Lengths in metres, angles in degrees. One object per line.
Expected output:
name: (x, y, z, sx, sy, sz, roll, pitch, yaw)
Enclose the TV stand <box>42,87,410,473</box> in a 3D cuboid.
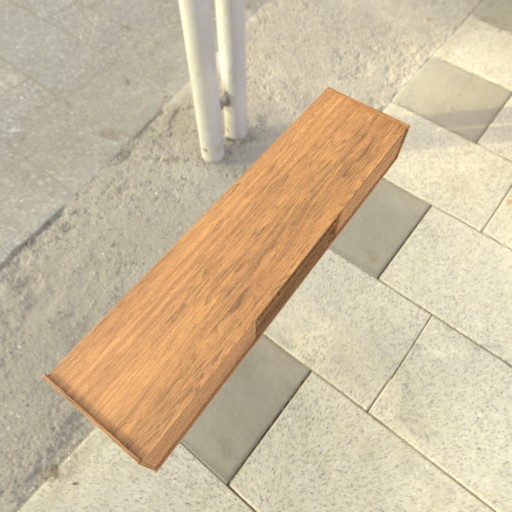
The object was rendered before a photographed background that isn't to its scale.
TV stand: (0.000, 0.000, 1.956, 0.467, 0.415, 1.796, 33, 65, 17)
